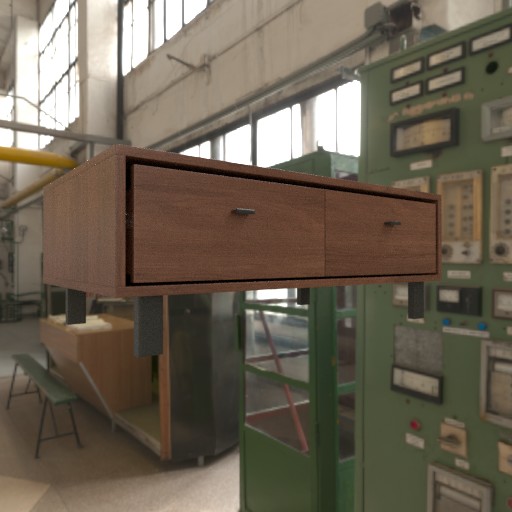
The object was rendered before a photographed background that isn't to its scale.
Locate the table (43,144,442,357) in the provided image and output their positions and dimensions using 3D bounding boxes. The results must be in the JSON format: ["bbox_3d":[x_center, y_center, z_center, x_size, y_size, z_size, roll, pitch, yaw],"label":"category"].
[{"bbox_3d":[0.000,0.000,1.290,1.020,0.380,0.600,0,0,-37],"label":"table"}]
